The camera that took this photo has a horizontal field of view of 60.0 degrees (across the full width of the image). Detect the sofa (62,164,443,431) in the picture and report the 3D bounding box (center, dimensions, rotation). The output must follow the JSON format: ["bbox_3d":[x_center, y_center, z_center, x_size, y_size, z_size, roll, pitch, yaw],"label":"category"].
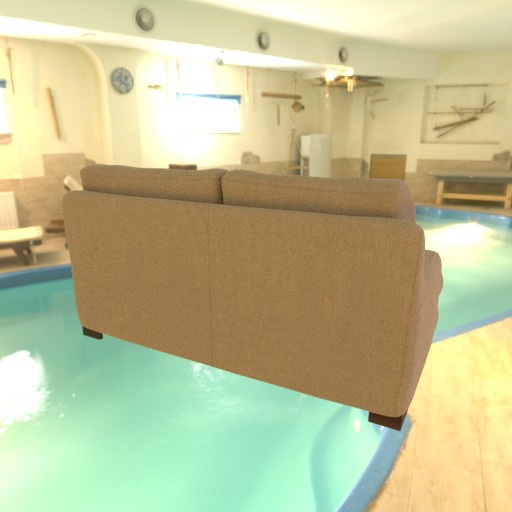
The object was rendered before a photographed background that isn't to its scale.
[{"bbox_3d":[0.000,0.000,2.408,1.855,0.980,0.962,8,18,27],"label":"sofa"}]
